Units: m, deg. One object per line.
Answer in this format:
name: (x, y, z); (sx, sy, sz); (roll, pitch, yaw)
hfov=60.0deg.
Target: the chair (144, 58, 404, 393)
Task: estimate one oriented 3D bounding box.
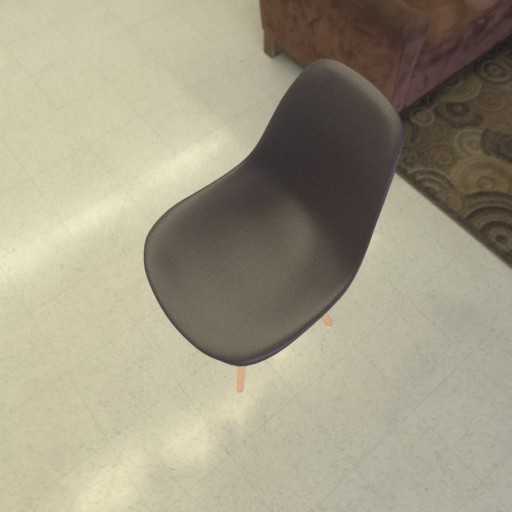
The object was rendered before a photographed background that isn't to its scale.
chair: (0.000, 0.000, 1.125); (0.533, 0.825, 0.470); (-34, 68, -15)
